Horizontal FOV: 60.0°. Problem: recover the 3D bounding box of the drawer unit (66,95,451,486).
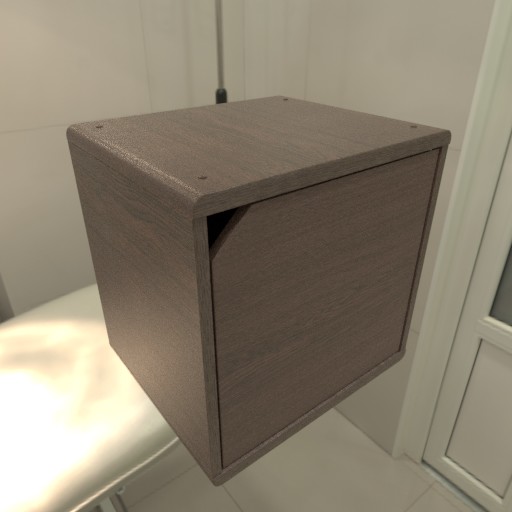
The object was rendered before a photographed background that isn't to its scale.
[{"bbox_3d":[0.000,0.000,0.594,0.344,0.344,0.290,-21,35,-33],"label":"drawer unit"}]
